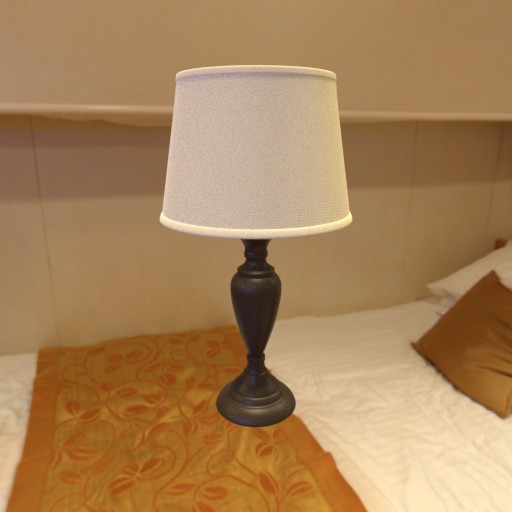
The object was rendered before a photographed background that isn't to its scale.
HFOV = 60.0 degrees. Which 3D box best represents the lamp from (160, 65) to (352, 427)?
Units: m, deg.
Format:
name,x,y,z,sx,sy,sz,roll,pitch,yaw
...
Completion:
name,x,y,z,sx,sy,sz,roll,pitch,yaw
lamp,0.000,0.000,0.807,0.335,0.611,0.335,0,16,0
